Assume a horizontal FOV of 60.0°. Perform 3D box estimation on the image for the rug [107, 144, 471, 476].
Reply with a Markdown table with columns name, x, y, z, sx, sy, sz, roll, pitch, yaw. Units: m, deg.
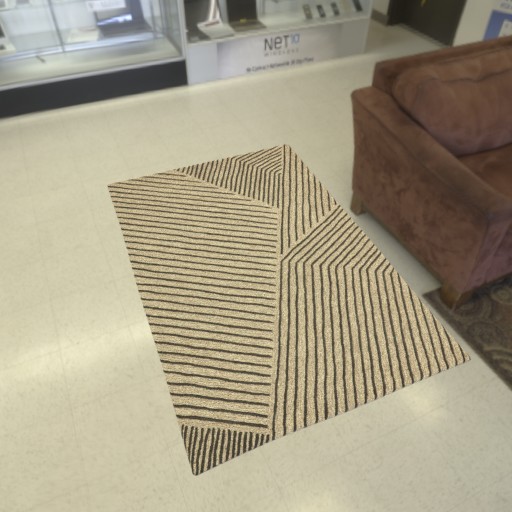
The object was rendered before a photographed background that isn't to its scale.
| name | x | y | z | sx | sy | sz | roll | pitch | yaw |
| --- | --- | --- | --- | --- | --- | --- | --- | --- | --- |
| rug | 0.000 | 0.000 | 2.317 | 1.237 | 0.019 | 1.842 | -17 | 48 | -15 |
